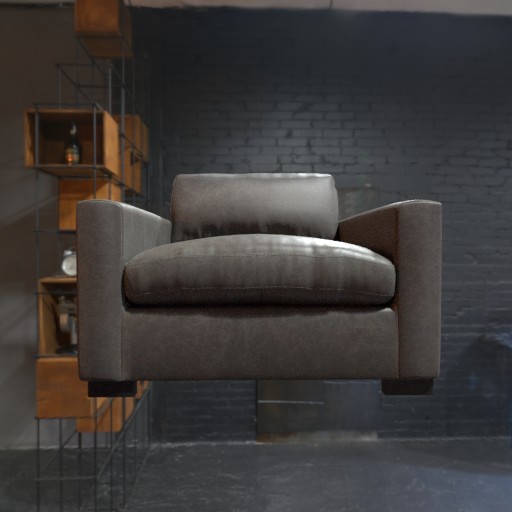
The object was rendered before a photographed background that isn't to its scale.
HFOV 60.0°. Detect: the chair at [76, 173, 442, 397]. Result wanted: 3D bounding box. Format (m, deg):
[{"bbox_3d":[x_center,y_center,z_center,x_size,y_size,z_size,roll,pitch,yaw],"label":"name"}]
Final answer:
[{"bbox_3d":[0.000,0.000,1.786,1.106,0.807,1.080,0,1,-1],"label":"chair"}]
